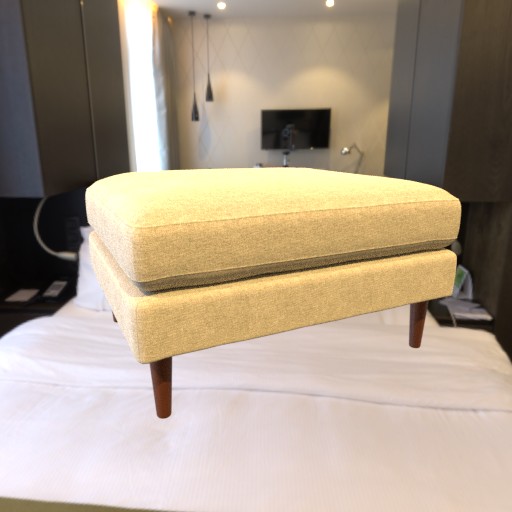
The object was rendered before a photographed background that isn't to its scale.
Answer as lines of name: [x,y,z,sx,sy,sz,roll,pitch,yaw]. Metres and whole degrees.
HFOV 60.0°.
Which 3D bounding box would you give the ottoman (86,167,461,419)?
ottoman: [0.000,0.000,1.253,0.821,0.474,0.693,-7,17,-25]
